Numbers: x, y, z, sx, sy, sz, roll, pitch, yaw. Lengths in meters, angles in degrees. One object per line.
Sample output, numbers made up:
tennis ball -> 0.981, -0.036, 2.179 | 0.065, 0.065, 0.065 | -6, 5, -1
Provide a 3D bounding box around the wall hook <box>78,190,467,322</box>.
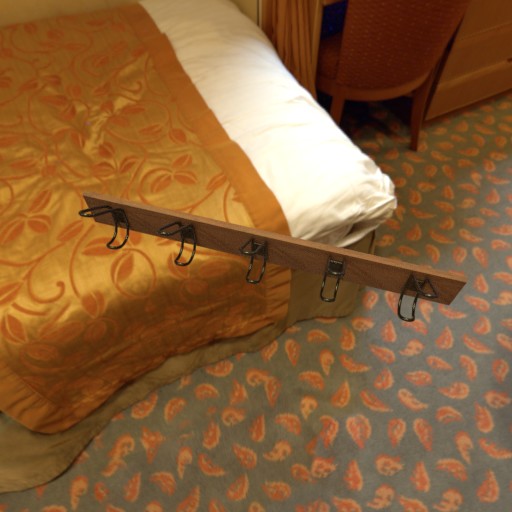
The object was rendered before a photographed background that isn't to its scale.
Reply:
wall hook -> 0.000, 0.000, 0.612 | 0.554, 0.116, 0.076 | 13, 57, 9
